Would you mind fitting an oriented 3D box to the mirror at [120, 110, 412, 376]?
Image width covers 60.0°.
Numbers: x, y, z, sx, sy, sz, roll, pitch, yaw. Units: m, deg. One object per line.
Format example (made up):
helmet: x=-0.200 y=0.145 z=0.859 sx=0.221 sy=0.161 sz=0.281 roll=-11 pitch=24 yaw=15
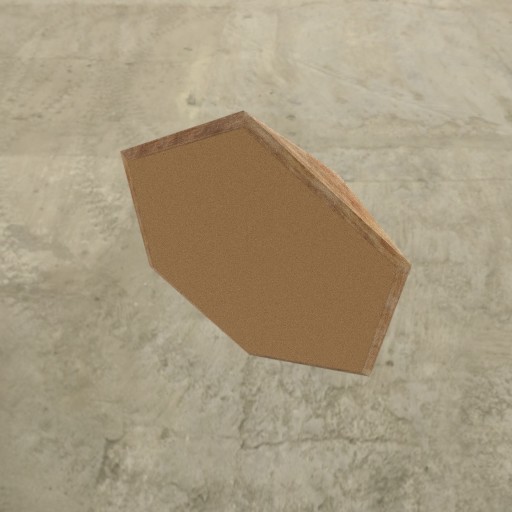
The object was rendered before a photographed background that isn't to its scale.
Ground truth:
mirror: x=0.000 y=0.000 z=1.049 sx=0.675 sy=0.779 sz=0.091 roll=24 pitch=51 yaw=21
